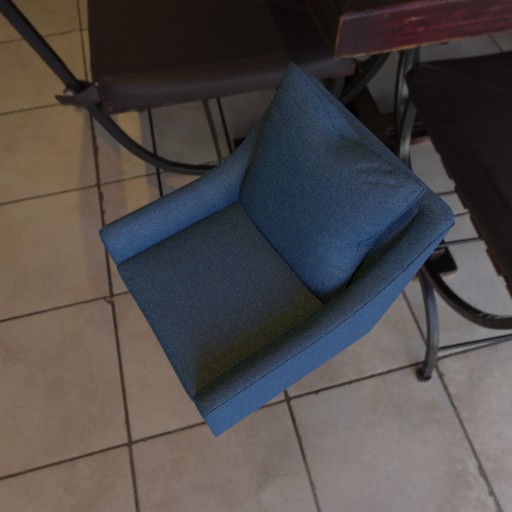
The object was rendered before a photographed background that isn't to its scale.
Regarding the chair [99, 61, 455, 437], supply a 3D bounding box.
[{"bbox_3d":[0.000,0.000,1.556,0.870,0.939,0.750,-30,66,-15],"label":"chair"}]
